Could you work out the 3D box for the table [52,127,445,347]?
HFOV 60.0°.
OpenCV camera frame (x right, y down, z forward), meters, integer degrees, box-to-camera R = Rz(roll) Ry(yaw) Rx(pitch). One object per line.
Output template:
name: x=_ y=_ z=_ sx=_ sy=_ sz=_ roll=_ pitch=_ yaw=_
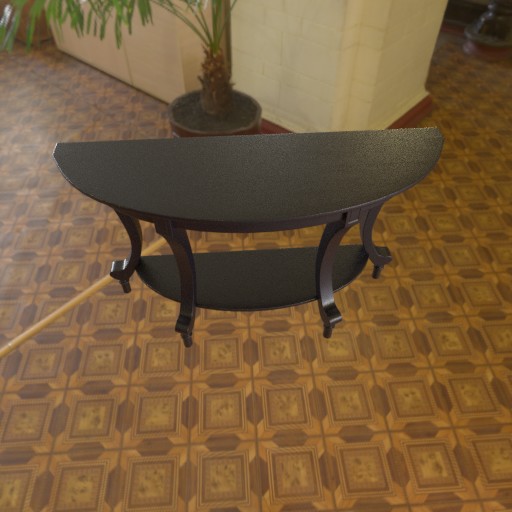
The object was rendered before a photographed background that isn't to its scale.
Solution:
table: x=0.000 y=0.000 z=1.508 sx=1.198 sy=0.692 sz=0.394 roll=-3 pitch=47 yaw=-3
